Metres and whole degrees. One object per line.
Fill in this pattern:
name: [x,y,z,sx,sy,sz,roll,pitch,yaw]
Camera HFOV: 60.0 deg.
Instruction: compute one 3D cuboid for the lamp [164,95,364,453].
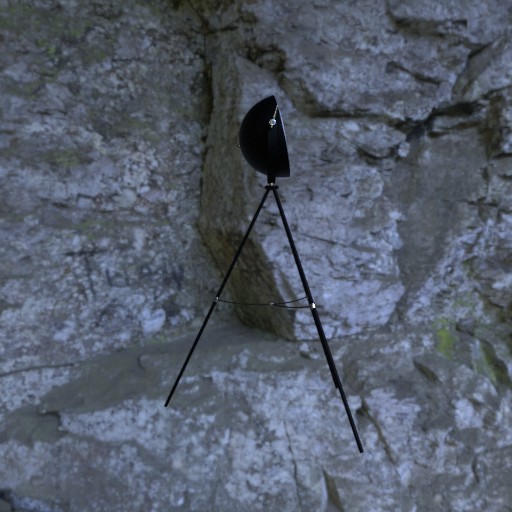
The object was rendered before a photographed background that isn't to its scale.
lamp: [0.000,0.000,2.109,0.920,1.512,0.817,0,1,1]
